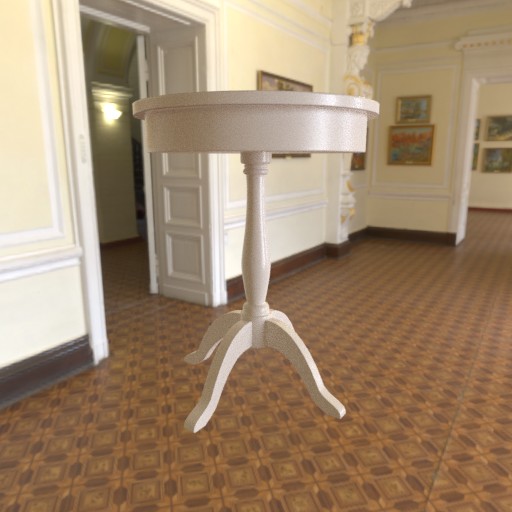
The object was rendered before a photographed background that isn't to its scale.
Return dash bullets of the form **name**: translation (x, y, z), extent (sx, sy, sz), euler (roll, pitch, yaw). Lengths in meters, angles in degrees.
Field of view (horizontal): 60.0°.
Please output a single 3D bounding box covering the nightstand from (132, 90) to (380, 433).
- **nightstand**: translation (0.000, 0.000, 1.022), extent (0.513, 0.653, 0.513), euler (-12, 17, -43)
